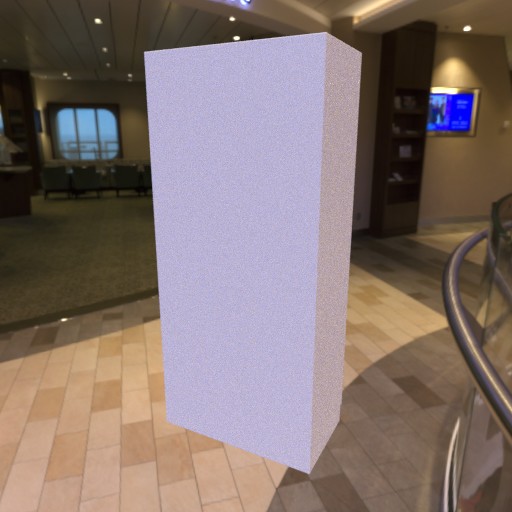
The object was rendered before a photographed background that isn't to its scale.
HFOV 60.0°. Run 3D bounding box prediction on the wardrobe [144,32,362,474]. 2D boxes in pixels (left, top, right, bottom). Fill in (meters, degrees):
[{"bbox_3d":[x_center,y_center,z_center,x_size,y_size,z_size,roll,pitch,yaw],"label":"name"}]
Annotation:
[{"bbox_3d":[0.000,0.000,2.019,0.760,1.700,0.470,8,17,27],"label":"wardrobe"}]
